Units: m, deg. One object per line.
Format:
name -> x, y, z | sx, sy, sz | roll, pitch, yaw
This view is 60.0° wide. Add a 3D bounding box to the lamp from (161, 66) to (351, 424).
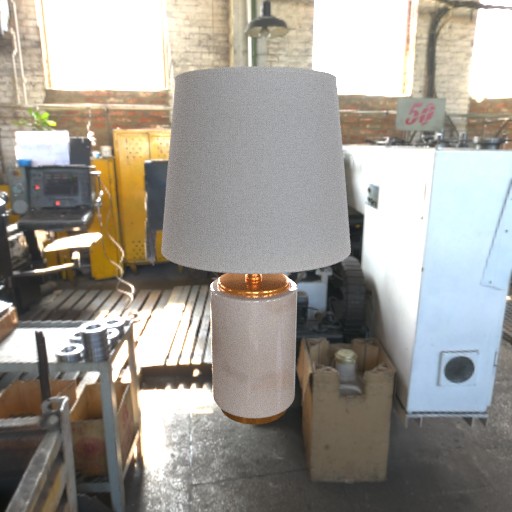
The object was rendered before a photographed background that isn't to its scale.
lamp -> 0.000, 0.000, 0.455 | 0.189, 0.340, 0.189 | 0, 14, 0
